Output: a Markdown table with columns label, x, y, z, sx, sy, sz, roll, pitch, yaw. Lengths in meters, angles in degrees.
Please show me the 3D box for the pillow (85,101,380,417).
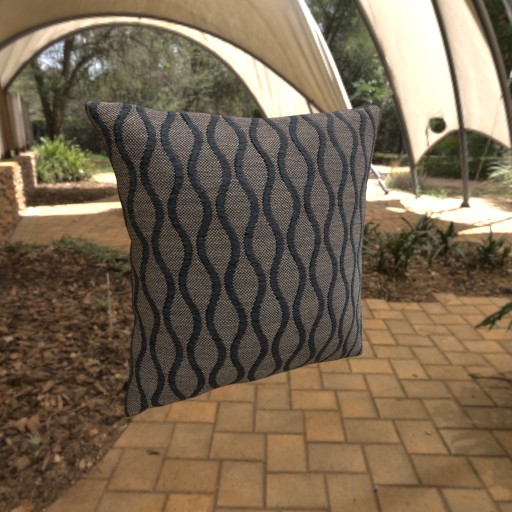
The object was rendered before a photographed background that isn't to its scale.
| label | x | y | z | sx | sy | sz | roll | pitch | yaw |
| --- | --- | --- | --- | --- | --- | --- | --- | --- | --- |
| pillow | 0.000 | 0.000 | 0.658 | 0.435 | 0.435 | 0.159 | -8 | 18 | -26 |
